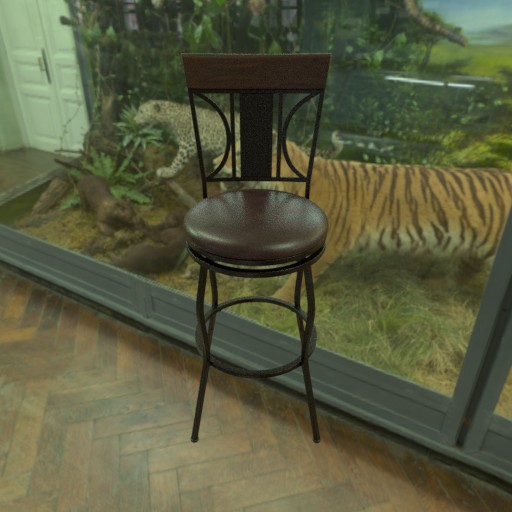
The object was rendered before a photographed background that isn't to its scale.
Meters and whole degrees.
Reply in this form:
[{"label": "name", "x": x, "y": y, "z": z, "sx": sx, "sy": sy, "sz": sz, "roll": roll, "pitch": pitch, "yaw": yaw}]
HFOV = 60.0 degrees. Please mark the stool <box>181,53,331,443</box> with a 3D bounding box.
[{"label": "stool", "x": 0.000, "y": 0.000, "z": 1.404, "sx": 0.448, "sy": 1.130, "sz": 0.513, "roll": 0, "pitch": 30, "yaw": 0}]
